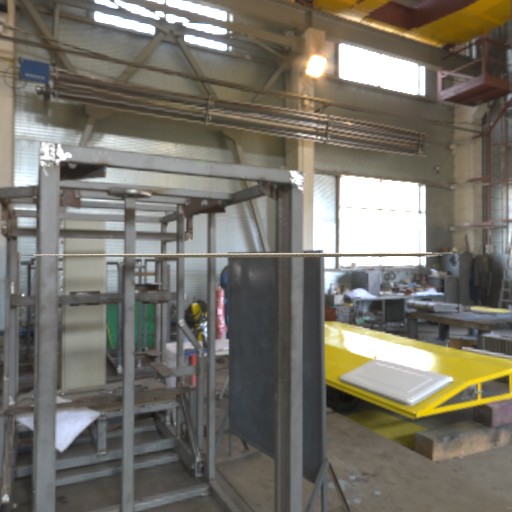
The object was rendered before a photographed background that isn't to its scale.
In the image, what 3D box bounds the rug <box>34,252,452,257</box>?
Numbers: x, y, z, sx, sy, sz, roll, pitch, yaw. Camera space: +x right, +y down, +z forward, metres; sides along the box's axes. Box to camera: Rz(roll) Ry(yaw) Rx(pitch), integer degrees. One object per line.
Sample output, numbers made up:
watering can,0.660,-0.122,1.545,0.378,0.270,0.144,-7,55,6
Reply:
rug,0.000,0.000,4.313,3.327,0.010,2.464,0,-1,18
